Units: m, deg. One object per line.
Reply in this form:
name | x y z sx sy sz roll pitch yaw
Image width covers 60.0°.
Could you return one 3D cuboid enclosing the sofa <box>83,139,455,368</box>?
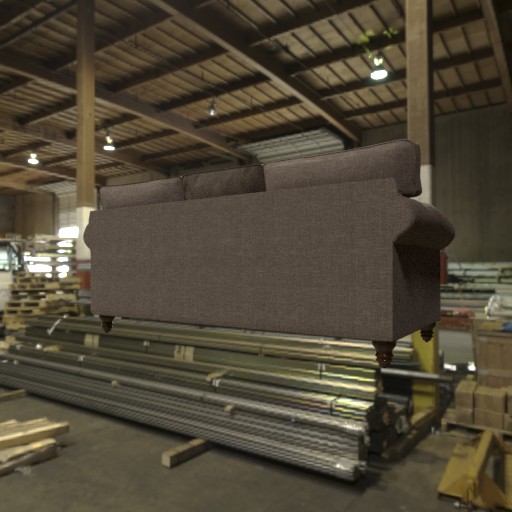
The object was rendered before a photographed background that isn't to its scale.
sofa | 0.000 0.000 2.641 2.084 0.961 0.916 -1 -2 34
